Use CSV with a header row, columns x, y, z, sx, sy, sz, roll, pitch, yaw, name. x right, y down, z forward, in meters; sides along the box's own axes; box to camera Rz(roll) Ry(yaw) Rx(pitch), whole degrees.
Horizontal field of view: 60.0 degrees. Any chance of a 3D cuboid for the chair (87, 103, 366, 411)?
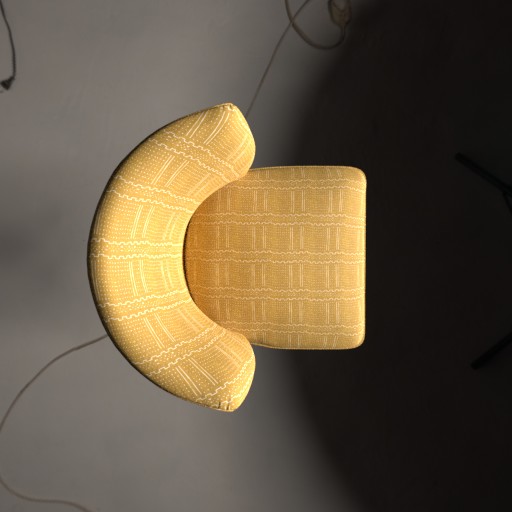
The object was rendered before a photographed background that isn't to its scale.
x,y,z,sx,sy,sz,roll,pitch,yaw,name
0.000,0.000,1.407,0.758,0.866,0.706,0,91,0,chair
